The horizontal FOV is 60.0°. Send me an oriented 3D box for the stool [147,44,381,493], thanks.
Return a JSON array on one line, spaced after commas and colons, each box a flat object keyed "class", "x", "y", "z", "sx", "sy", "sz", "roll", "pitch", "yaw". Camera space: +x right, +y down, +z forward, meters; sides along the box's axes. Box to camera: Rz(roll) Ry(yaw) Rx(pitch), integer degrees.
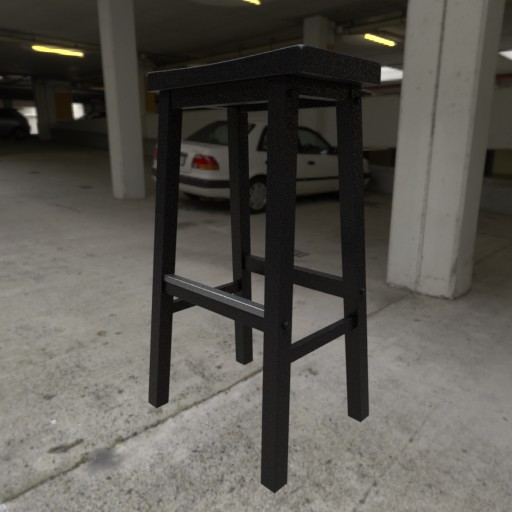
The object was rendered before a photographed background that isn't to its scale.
[{"class": "stool", "x": 0.000, "y": 0.000, "z": 0.941, "sx": 0.406, "sy": 0.742, "sz": 0.322, "roll": 14, "pitch": 20, "yaw": 42}]
